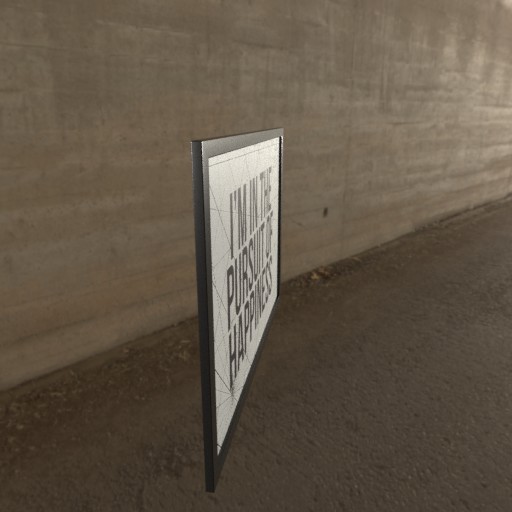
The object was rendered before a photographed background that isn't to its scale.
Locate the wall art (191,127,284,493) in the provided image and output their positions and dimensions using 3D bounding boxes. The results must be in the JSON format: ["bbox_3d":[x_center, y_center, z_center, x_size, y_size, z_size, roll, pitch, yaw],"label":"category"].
[{"bbox_3d":[0.000,0.000,1.019,0.015,0.552,0.819,3,18,10],"label":"wall art"}]
